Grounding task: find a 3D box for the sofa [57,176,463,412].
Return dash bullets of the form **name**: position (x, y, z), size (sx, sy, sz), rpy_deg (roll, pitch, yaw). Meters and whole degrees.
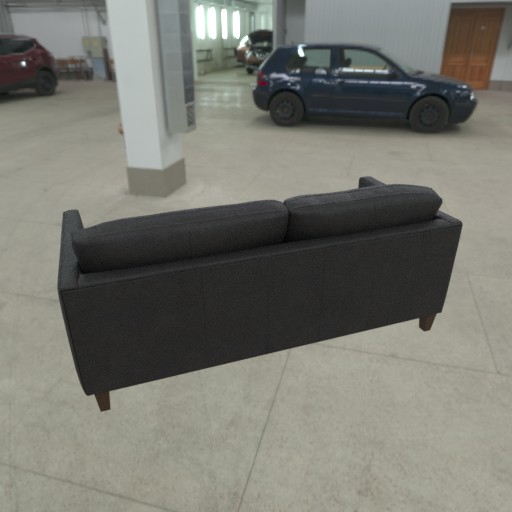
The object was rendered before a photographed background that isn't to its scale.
- **sofa**: position (0.000, 0.000, 2.480), size (1.971, 0.863, 0.933), rpy_deg (-9, 28, -18)
